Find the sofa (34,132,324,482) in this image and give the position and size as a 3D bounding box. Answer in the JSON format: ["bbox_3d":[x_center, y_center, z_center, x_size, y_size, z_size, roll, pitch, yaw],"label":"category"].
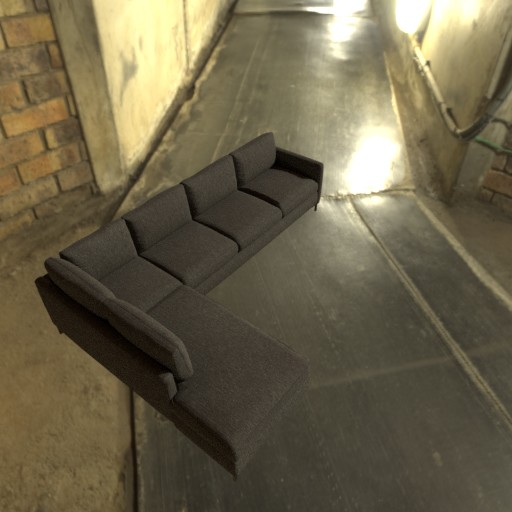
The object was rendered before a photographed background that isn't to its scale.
[{"bbox_3d":[0.000,0.000,3.851,2.007,0.815,2.949,27,47,28],"label":"sofa"}]
